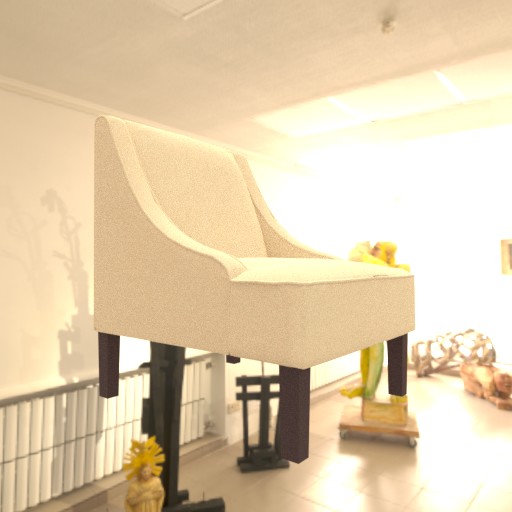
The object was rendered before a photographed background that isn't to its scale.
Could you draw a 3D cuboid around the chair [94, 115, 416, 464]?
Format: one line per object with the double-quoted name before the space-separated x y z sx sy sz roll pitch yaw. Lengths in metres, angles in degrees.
"chair" 0.000 0.000 1.415 0.806 0.886 0.689 0 -1 39
